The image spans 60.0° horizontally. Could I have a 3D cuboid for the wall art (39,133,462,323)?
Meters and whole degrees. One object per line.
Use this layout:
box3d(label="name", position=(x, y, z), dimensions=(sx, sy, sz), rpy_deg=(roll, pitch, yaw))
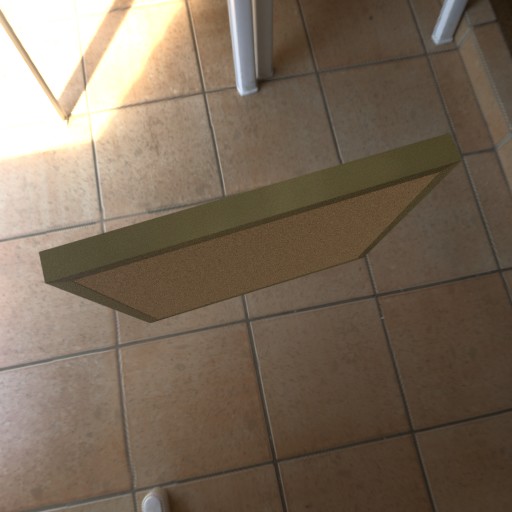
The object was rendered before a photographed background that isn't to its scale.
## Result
box3d(label="wall art", position=(0.000, 0.000, 0.766), dimensions=(0.507, 0.508, 0.038), rpy_deg=(-17, 77, -4))
